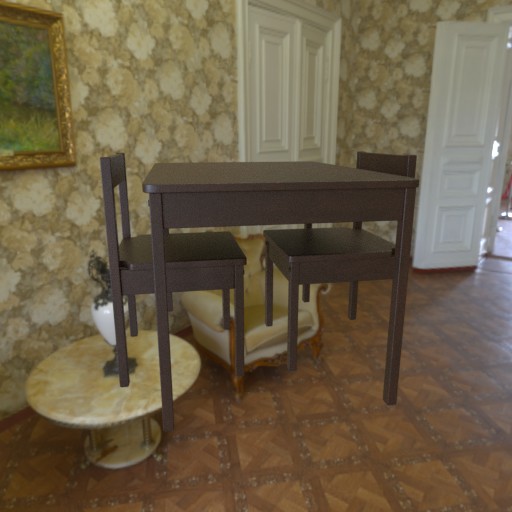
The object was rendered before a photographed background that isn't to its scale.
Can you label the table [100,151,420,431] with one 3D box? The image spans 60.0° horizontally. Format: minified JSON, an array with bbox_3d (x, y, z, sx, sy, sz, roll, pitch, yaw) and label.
[{"bbox_3d":[0.000,0.000,1.117,0.672,0.503,0.650,-3,15,-10],"label":"table"}]
